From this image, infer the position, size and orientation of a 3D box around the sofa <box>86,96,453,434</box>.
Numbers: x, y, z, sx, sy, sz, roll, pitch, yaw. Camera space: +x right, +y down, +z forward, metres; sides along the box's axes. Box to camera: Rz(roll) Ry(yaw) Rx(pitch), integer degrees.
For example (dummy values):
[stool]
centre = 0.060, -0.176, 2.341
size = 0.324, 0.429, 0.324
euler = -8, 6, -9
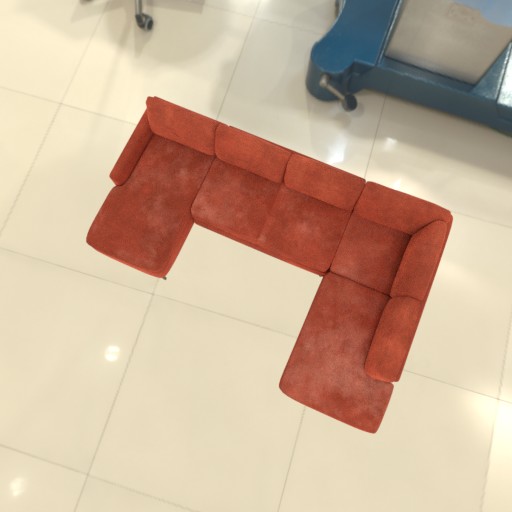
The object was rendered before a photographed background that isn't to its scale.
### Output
[sofa]
centre = 0.000, 0.000, 3.925
size = 2.971, 0.858, 1.981
euler = 23, 77, 6
